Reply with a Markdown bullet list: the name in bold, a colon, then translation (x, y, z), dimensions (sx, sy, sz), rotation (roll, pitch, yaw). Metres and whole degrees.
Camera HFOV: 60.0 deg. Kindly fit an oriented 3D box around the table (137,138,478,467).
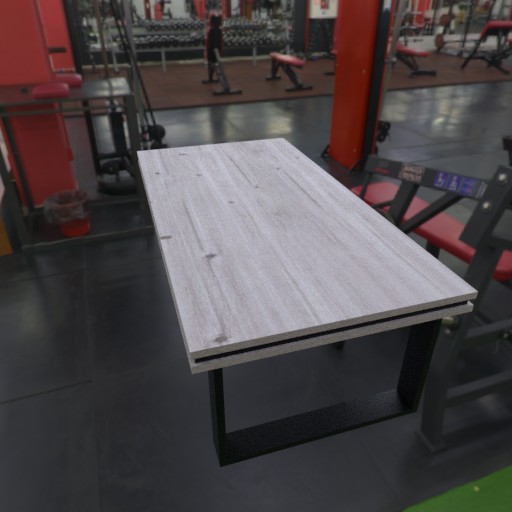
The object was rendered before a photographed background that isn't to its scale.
- **table**: translation (0.000, 0.000, 1.647), dimensions (0.700, 0.450, 1.350), rotation (-9, 32, -15)
